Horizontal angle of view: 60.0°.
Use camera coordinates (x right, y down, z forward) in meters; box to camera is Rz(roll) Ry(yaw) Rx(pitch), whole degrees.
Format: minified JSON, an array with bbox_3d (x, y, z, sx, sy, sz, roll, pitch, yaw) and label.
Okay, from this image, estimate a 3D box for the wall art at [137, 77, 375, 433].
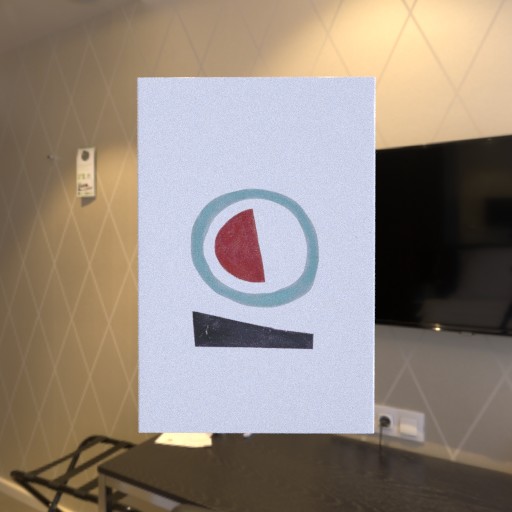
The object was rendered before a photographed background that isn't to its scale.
[{"bbox_3d":[0.000,0.000,1.141,0.602,0.902,0.048,0,1,1],"label":"wall art"}]
